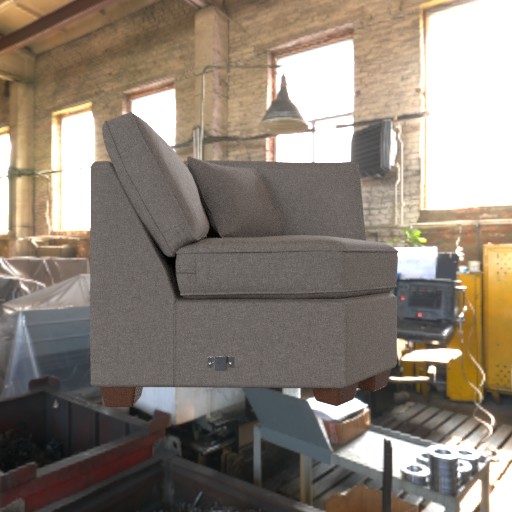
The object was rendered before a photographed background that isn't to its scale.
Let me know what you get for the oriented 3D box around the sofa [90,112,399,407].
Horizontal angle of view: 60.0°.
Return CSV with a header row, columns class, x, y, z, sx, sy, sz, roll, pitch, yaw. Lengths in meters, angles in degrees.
class,x,y,z,sx,sy,sz,roll,pitch,yaw
sofa,0.000,0.000,1.834,1.042,0.951,1.050,0,0,0
